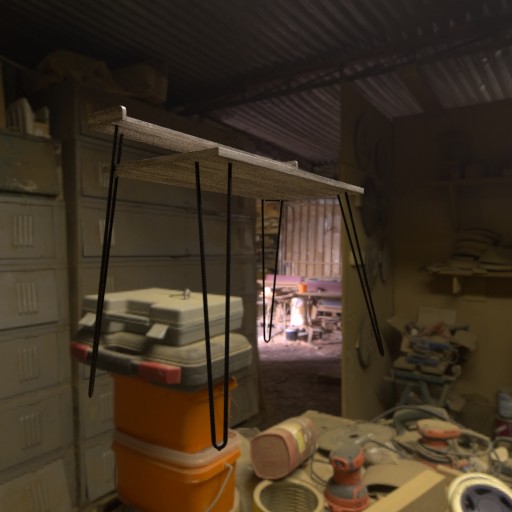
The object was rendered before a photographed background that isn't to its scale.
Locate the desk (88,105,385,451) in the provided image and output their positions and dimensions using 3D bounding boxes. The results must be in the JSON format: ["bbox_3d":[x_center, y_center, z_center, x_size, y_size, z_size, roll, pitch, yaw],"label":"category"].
[{"bbox_3d":[0.000,0.000,1.661,0.605,0.899,1.135,1,1,35],"label":"desk"}]
